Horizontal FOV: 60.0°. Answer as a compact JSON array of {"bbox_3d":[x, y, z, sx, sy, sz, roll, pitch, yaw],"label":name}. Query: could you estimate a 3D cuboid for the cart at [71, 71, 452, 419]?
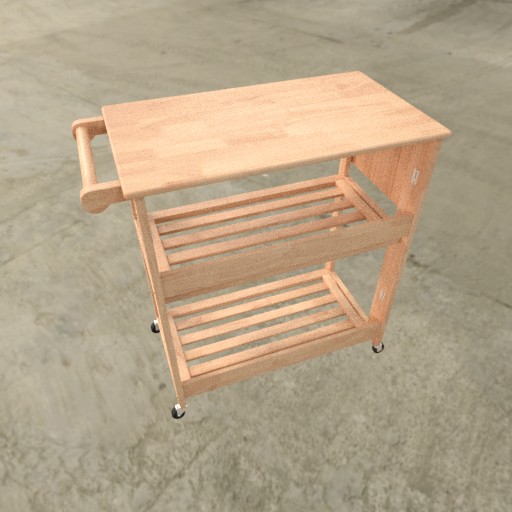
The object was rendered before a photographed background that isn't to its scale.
[{"bbox_3d":[0.000,0.000,1.363,0.853,0.879,0.432,-14,43,-15],"label":"cart"}]
